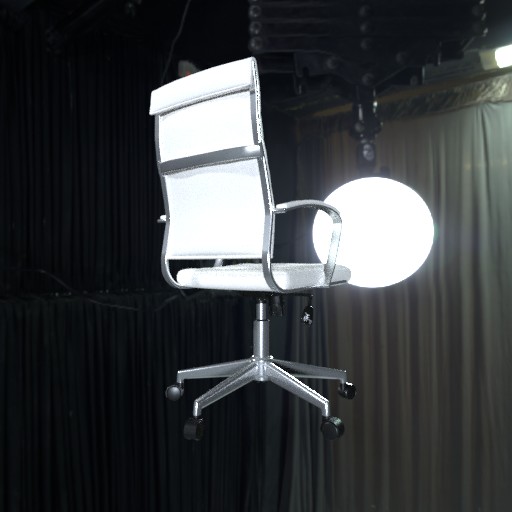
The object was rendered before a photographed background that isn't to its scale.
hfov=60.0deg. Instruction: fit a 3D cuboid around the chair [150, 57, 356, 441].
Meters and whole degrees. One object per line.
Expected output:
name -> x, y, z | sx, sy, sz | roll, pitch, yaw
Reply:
chair -> 0.000, 0.000, 1.660 | 0.766, 1.149, 0.739 | -1, -1, 36
